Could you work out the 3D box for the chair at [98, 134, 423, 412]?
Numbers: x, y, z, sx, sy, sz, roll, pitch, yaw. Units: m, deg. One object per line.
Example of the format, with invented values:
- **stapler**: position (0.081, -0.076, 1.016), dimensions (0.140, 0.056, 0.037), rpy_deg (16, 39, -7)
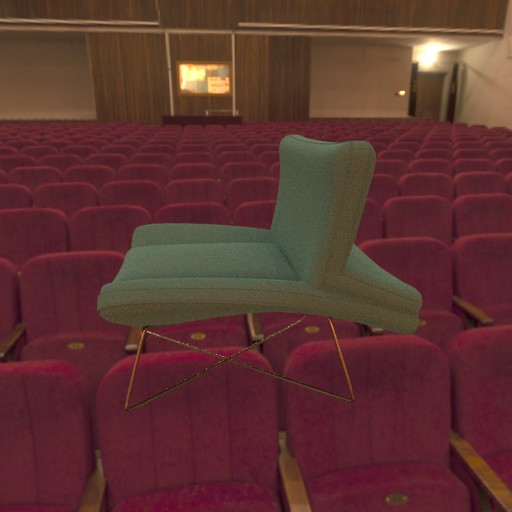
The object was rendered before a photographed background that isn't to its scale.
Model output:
- **chair**: position (0.000, 0.000, 1.649), dimensions (1.008, 0.855, 0.859), rpy_deg (-2, 17, -7)
